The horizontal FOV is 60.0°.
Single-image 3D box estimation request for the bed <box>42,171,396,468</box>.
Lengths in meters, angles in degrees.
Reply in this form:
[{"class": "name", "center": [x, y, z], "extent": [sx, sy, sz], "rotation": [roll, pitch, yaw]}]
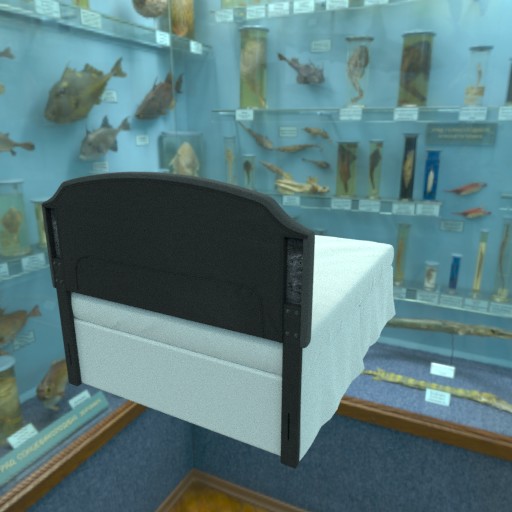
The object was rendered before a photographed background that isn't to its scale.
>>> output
[{"class": "bed", "center": [0.000, 0.000, 2.968], "extent": [1.558, 1.270, 1.999], "rotation": [8, 18, 27]}]
